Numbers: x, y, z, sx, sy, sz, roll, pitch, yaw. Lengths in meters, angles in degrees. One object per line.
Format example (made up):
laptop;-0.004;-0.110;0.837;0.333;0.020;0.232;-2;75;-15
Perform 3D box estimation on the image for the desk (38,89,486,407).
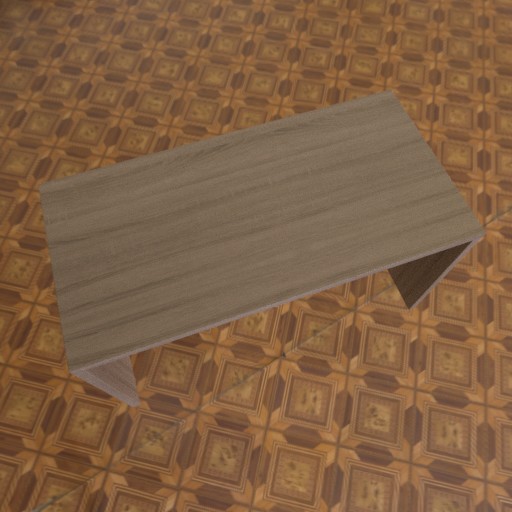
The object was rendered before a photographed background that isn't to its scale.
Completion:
desk;0.000;0.000;1.847;1.380;0.745;0.690;-18;65;-8
